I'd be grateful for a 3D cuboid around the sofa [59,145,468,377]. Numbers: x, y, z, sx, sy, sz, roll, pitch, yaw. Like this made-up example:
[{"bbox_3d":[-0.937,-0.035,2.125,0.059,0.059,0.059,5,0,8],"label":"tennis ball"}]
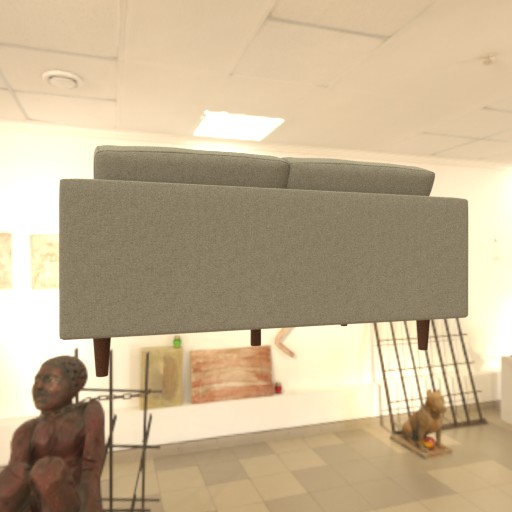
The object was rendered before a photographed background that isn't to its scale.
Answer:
[{"bbox_3d":[0.000,0.000,2.235,1.731,0.900,1.000,0,0,-18],"label":"sofa"}]
